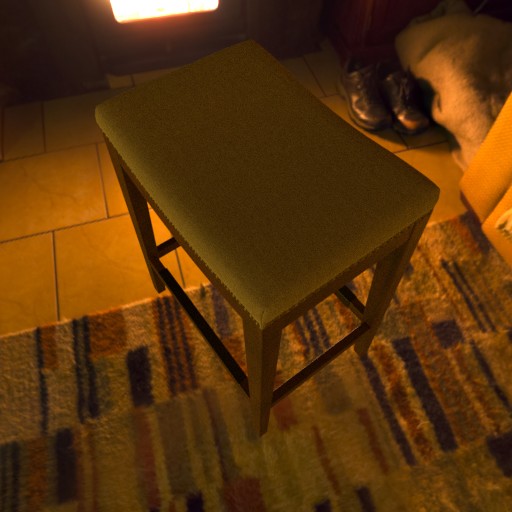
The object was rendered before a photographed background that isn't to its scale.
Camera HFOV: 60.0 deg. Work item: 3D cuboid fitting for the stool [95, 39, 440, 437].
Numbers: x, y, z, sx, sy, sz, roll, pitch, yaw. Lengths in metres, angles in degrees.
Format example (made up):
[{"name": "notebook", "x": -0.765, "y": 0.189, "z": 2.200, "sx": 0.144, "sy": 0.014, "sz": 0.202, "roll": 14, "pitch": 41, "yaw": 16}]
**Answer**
[{"name": "stool", "x": 0.000, "y": 0.000, "z": 0.953, "sx": 0.356, "sy": 0.660, "sz": 0.508, "roll": -32, "pitch": 63, "yaw": -19}]
